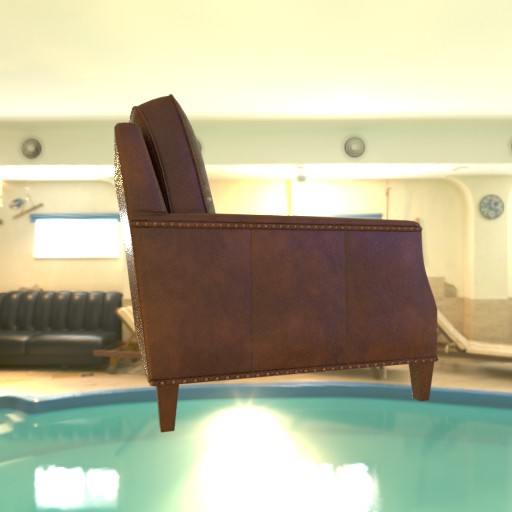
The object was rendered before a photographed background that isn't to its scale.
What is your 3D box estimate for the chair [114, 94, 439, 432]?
[{"bbox_3d":[0.000,0.000,1.666,1.014,0.929,0.853,0,0,-18],"label":"chair"}]
